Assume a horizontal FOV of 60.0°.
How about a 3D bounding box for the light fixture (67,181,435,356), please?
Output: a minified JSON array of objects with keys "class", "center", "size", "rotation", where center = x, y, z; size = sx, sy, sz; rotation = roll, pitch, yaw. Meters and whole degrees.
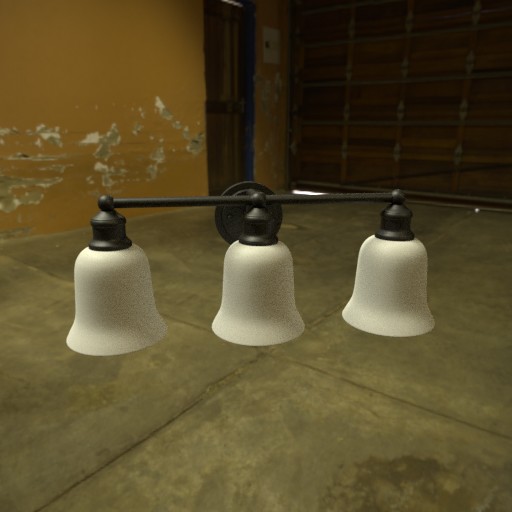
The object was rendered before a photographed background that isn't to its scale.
[{"class":"light fixture","center":[0.000,0.000,0.692],"size":[0.570,0.211,0.198],"rotation":[-2,16,-8]}]
